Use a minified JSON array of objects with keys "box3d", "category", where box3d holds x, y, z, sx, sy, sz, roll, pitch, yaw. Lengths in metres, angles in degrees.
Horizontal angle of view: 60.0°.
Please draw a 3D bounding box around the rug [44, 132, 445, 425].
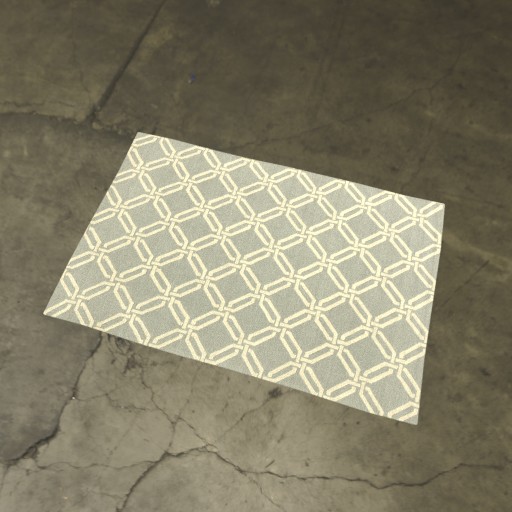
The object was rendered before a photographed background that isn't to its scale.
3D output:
[{"box3d":[0.000,0.000,2.200,1.754,0.010,1.148,15,65,7],"category":"rug"}]
